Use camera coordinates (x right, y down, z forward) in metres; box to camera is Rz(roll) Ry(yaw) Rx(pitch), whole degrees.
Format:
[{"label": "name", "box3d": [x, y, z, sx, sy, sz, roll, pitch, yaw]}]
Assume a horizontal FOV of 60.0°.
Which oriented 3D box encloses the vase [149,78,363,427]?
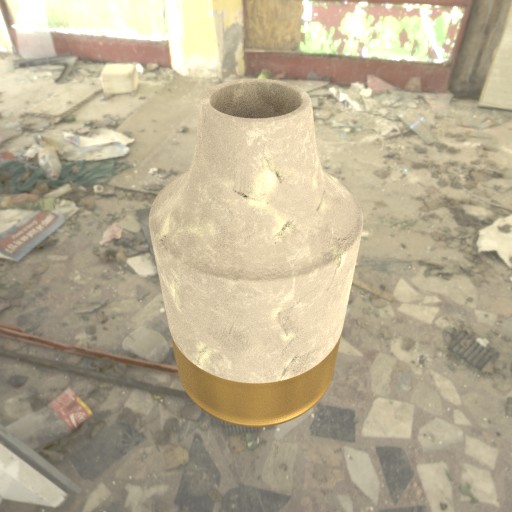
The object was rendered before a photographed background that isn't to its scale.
[{"label": "vase", "box3d": [0.000, 0.000, 0.420, 0.184, 0.305, 0.184, 0, 42, 0]}]
